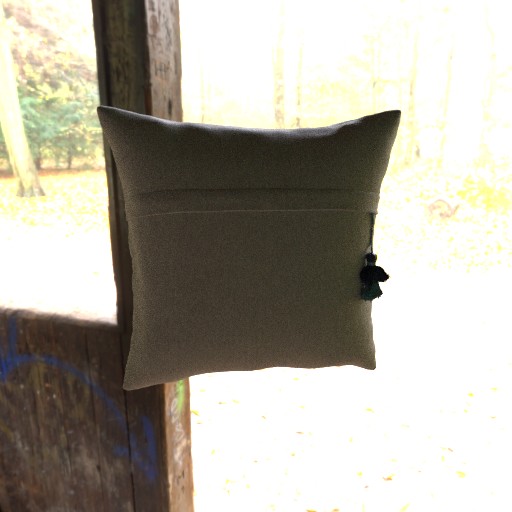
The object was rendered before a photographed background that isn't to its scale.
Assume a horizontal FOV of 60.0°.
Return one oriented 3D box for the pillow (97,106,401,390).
[{"bbox_3d":[0.000,0.000,0.687,0.433,0.436,0.173,-2,15,-9],"label":"pillow"}]
